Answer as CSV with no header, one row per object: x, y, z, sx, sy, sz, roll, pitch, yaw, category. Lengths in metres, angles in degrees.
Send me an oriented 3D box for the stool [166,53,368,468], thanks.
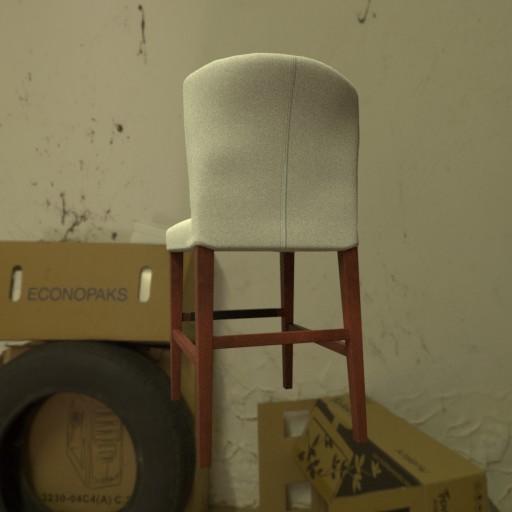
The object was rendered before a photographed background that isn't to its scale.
0.000,0.000,1.321,0.479,0.968,0.568,0,0,-18,stool
